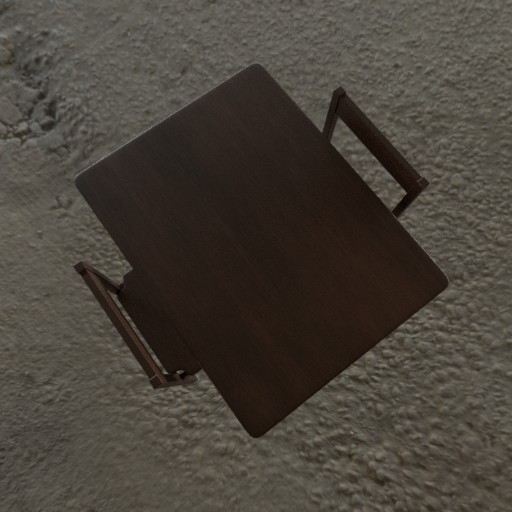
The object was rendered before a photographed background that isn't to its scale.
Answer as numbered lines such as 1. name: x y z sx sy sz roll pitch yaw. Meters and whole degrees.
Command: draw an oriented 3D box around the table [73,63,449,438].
1. table: 0.000 0.000 1.117 0.672 0.503 0.650 -36 78 -9
